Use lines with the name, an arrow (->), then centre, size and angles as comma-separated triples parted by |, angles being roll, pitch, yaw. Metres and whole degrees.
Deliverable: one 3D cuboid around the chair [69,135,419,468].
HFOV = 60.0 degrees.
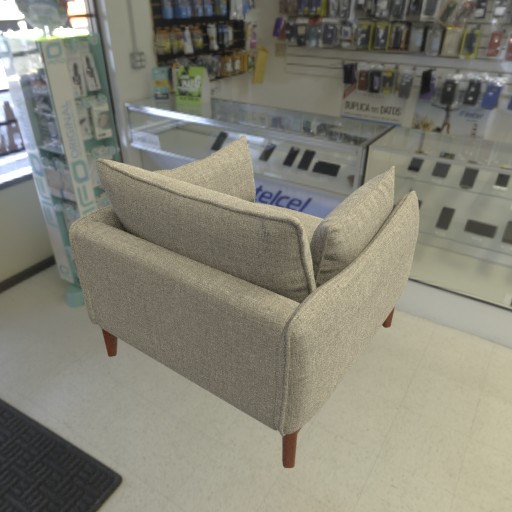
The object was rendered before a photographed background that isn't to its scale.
chair -> 0.000, 0.000, 1.713 | 0.993, 0.839, 0.976 | 20, 37, 30
